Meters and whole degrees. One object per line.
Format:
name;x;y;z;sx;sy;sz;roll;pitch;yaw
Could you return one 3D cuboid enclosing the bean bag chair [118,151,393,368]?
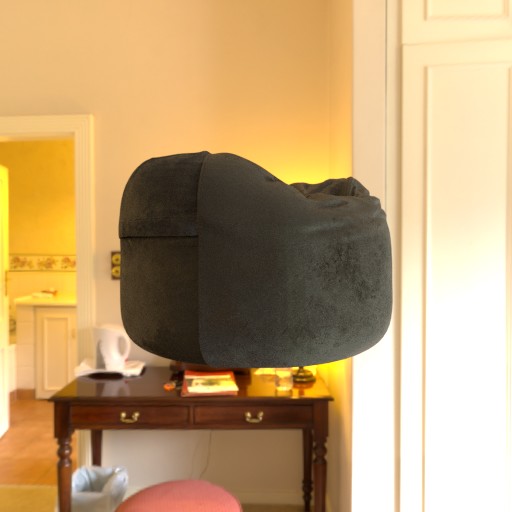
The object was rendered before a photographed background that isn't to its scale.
bean bag chair;0.000;0.000;1.543;0.918;0.605;0.918;0;1;0
